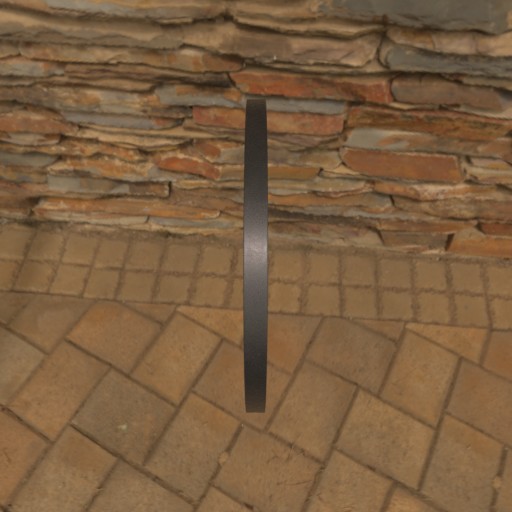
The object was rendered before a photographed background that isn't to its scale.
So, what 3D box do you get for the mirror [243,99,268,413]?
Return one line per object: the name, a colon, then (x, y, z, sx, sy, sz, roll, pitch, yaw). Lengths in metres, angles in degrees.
mirror: (0.000, 0.000, 0.847, 0.032, 0.565, 0.565, 0, 59, 0)
